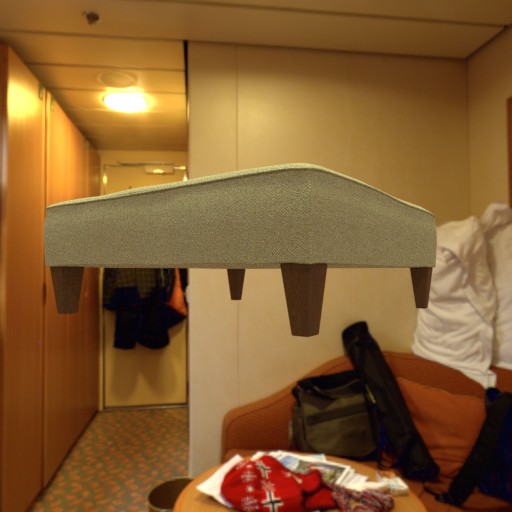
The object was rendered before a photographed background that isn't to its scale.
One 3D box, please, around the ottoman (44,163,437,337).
[{"bbox_3d":[0.000,0.000,1.538,0.968,0.379,1.004,-2,-3,35],"label":"ottoman"}]
